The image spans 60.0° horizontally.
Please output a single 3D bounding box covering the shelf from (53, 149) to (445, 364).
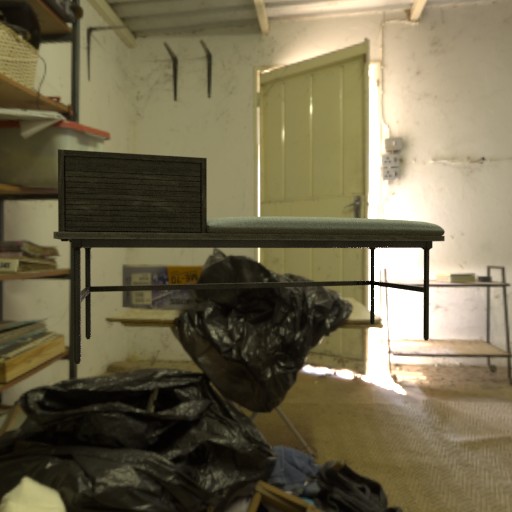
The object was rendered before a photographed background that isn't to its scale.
[{"bbox_3d":[0.000,0.000,1.673,1.342,0.633,0.457,0,1,-16],"label":"shelf"}]
